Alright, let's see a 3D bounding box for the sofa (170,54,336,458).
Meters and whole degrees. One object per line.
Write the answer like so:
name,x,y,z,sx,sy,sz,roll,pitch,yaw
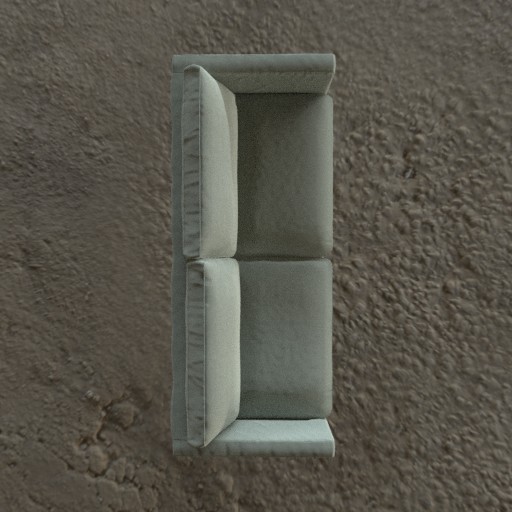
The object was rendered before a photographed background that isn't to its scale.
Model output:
sofa,0.000,0.000,2.784,0.962,0.853,2.312,0,91,1
